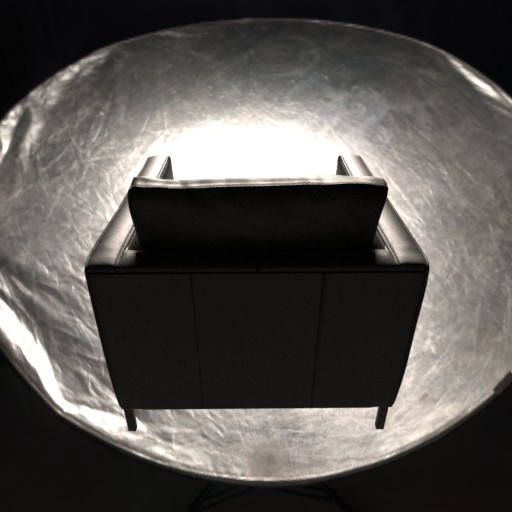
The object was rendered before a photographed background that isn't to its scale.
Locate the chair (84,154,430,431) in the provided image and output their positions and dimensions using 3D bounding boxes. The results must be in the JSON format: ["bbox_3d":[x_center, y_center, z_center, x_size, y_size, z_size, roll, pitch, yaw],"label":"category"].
[{"bbox_3d":[0.000,0.000,1.518,0.967,0.824,0.861,0,31,-1],"label":"chair"}]
